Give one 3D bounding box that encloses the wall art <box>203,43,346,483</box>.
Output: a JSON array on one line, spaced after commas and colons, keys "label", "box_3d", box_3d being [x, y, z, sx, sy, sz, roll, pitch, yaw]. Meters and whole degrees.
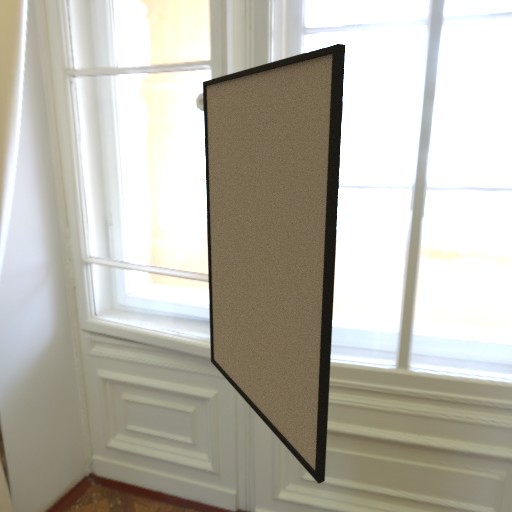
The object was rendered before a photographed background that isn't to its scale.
[{"label": "wall art", "box_3d": [0.000, 0.000, 0.837, 0.013, 0.660, 0.460, -8, 17, -27]}]
